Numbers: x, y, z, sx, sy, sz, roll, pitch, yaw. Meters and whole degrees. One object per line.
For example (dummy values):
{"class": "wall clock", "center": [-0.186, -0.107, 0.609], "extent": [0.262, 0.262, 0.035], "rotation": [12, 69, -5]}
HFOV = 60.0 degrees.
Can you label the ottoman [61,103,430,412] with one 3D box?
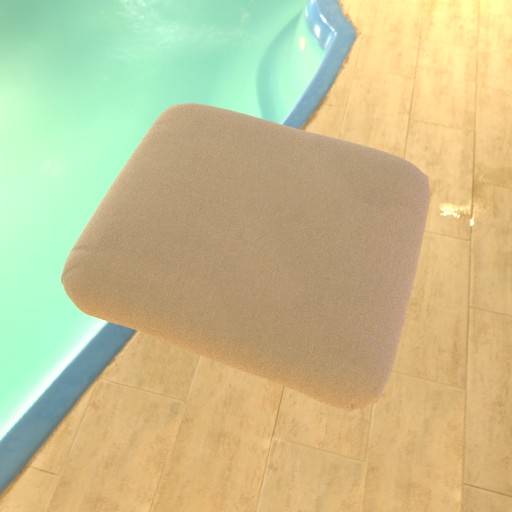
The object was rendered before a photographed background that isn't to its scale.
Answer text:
{"class": "ottoman", "center": [0.000, 0.000, 1.148], "extent": [0.746, 0.450, 0.622], "rotation": [18, 63, 9]}
